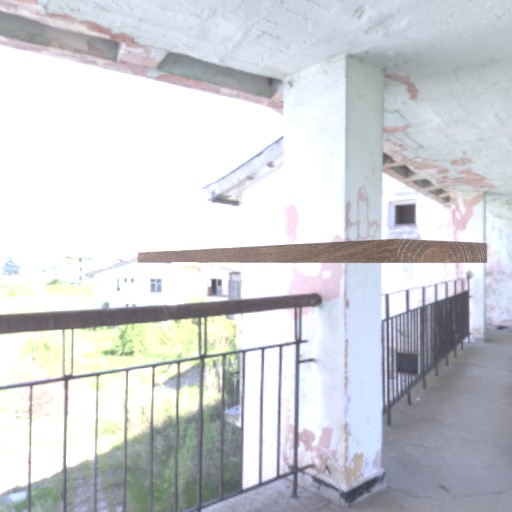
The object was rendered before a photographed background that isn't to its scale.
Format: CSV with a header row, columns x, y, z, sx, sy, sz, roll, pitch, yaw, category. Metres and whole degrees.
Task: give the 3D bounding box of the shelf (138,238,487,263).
x,y,z,sx,sy,sz,roll,pitch,yaw,category
0.000,0.000,0.653,0.140,0.020,0.610,1,-1,-35,shelf
